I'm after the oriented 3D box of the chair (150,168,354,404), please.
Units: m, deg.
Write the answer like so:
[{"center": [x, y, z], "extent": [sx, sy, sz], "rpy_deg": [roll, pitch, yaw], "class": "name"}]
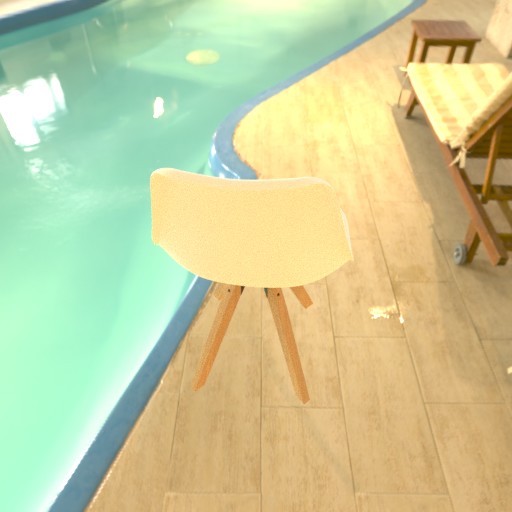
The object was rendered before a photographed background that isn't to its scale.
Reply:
[{"center": [0.000, 0.000, 1.173], "extent": [0.485, 0.849, 0.550], "rpy_deg": [5, 45, 5], "class": "chair"}]
